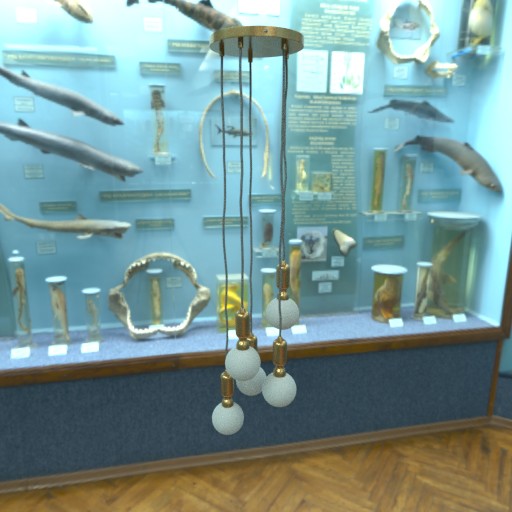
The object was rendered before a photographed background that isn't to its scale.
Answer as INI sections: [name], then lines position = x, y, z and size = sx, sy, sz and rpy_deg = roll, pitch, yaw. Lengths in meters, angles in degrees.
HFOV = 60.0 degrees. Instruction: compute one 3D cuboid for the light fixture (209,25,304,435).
[light fixture]
position = 0.000, 0.000, 0.507
size = 0.108, 0.457, 0.105
rpy_deg = -2, 13, -10
